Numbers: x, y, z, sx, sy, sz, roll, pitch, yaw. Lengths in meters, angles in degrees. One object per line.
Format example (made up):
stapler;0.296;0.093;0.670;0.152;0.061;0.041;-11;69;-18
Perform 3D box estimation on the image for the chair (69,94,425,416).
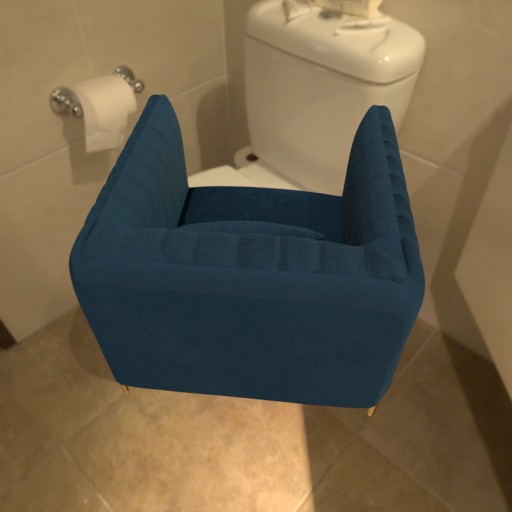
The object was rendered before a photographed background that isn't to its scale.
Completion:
chair;0.000;0.000;1.585;0.947;0.793;0.877;4;47;4
